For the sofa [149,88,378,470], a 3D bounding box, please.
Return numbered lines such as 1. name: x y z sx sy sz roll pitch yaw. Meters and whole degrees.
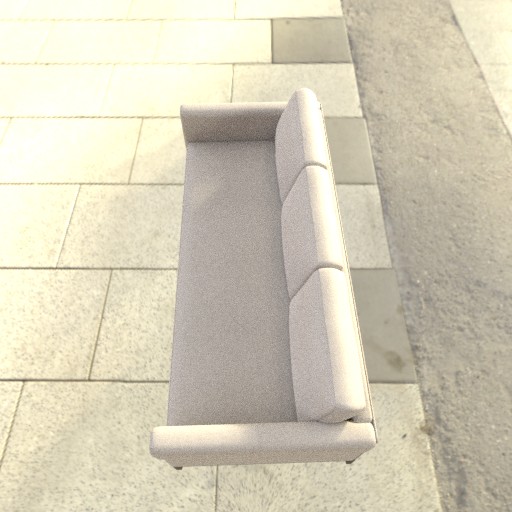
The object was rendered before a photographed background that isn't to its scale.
1. sofa: 0.000 0.000 2.617 0.959 0.838 2.210 -2 57 -1
